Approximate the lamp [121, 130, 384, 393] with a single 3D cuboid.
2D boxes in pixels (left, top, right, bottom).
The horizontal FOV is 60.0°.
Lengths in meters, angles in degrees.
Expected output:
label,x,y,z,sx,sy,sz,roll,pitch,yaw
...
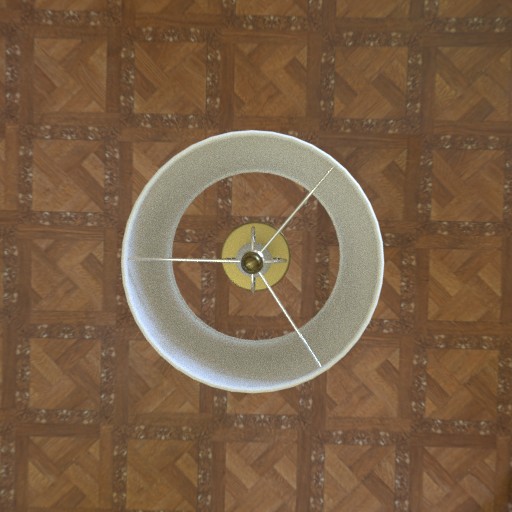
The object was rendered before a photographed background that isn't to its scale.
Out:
label,x,y,z,sx,sy,sz,roll,pitch,yaw
lamp,0.000,0.000,0.817,0.305,0.634,0.305,0,91,1
